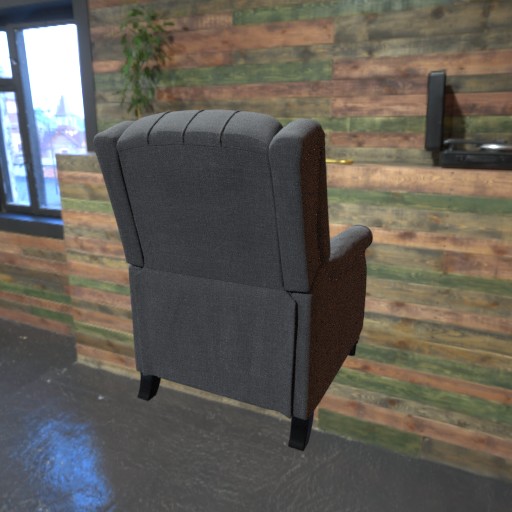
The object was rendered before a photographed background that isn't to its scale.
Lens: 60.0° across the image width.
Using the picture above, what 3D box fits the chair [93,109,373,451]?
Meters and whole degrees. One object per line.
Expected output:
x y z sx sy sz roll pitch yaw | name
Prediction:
0.000 0.000 1.688 0.742 1.035 0.898 8 17 25 | chair
